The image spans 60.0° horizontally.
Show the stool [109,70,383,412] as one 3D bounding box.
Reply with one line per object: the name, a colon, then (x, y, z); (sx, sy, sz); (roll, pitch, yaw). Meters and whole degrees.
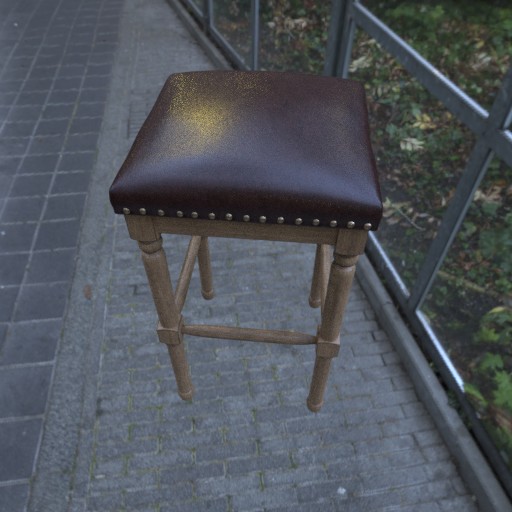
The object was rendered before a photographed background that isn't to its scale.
stool: (0.000, 0.000, 0.948); (0.383, 0.702, 0.382); (4, 46, 4)
